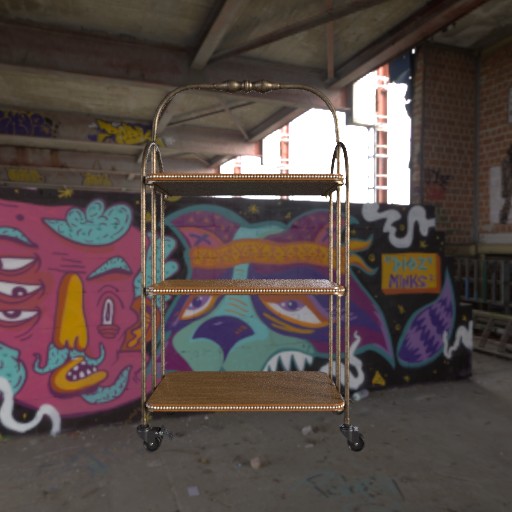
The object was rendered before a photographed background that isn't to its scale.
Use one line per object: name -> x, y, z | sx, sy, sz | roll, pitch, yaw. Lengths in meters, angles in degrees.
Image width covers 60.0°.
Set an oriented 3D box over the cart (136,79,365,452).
cart -> 0.000, 0.000, 1.328 | 0.650, 1.052, 0.330 | 0, 1, 0
